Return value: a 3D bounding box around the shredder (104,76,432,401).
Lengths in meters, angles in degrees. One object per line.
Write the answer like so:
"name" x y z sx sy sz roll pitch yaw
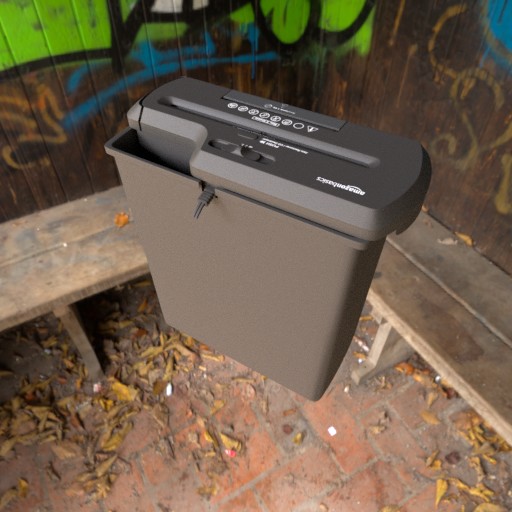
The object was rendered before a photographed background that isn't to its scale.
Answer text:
"shredder" 0.000 0.000 0.531 0.320 0.335 0.170 23 50 21
